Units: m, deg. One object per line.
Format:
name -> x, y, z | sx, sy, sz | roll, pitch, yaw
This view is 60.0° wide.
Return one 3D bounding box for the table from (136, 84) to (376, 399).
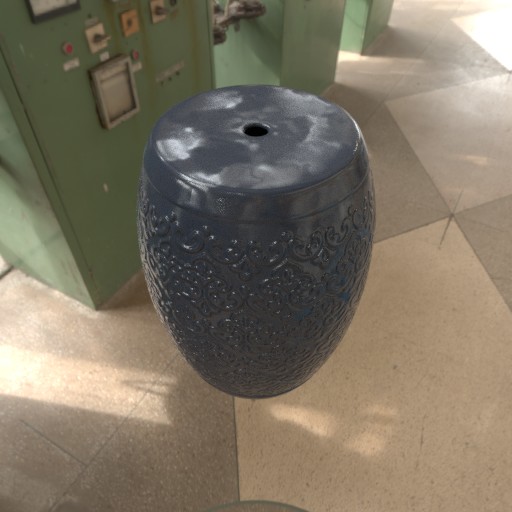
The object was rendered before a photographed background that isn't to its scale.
table -> 0.000, 0.000, 0.625 | 0.309, 0.397, 0.309 | 0, 45, 0
